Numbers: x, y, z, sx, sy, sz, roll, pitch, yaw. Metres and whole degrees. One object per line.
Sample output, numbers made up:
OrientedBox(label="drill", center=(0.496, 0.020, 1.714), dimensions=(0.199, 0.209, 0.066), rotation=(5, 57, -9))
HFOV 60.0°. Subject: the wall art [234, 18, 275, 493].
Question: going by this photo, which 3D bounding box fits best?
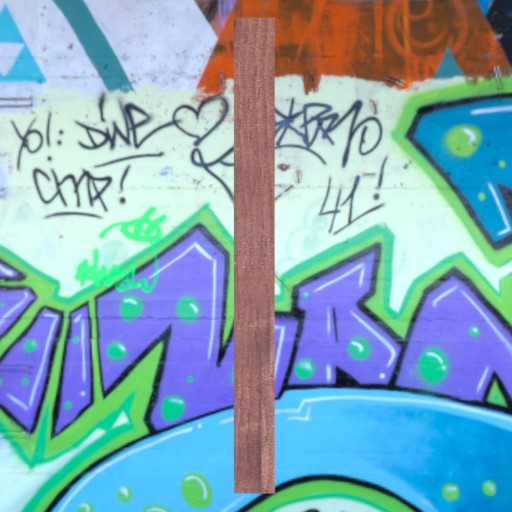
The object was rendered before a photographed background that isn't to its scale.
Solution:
OrientedBox(label="wall art", center=(0.000, 0.000, 0.608), dimensions=(0.039, 0.449, 0.377), rotation=(0, 0, 0))
